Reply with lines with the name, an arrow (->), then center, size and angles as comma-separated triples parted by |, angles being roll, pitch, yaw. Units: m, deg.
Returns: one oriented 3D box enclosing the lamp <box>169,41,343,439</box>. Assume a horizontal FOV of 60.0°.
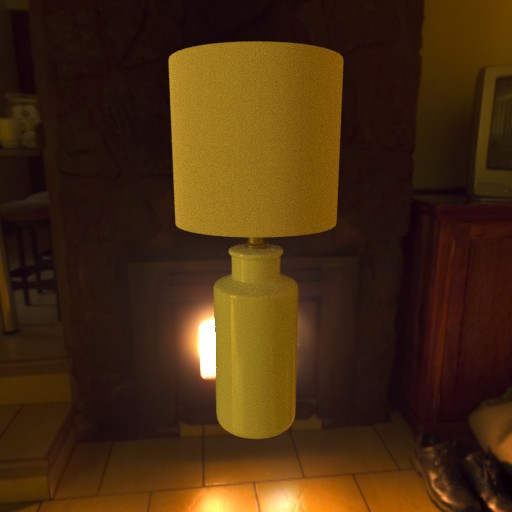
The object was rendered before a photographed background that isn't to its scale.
lamp -> 0.000, 0.000, 0.604 | 0.212, 0.493, 0.212 | -7, 15, -26
